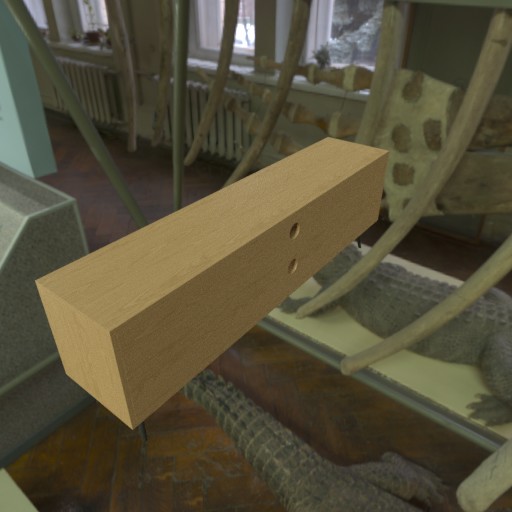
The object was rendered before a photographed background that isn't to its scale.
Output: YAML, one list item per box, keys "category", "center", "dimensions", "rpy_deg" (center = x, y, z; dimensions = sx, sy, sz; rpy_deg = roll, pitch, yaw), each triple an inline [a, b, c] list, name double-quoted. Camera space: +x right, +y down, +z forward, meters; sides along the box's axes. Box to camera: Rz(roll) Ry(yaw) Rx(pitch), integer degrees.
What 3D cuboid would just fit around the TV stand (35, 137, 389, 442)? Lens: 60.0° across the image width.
- category: "TV stand"
  center: [0.000, 0.000, 2.009]
  dimensions: [0.400, 0.580, 1.760]
  rpy_deg: [23, 39, 31]
